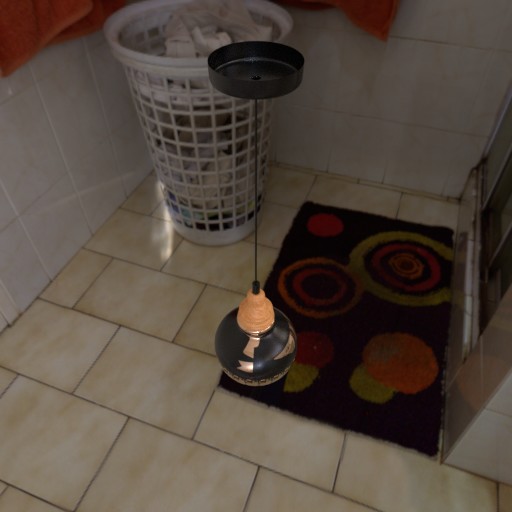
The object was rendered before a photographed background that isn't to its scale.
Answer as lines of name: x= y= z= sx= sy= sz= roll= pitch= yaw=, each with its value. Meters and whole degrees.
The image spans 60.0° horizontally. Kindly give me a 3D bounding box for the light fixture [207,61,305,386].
light fixture: x=0.000 y=0.000 z=1.836 sx=0.430 sy=1.606 sz=0.430 roll=17 pitch=48 yaw=15
